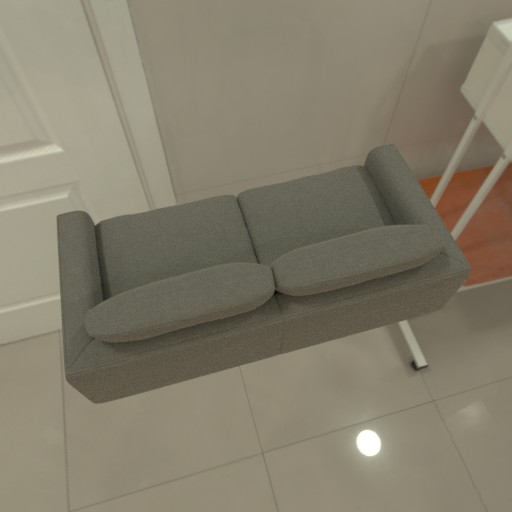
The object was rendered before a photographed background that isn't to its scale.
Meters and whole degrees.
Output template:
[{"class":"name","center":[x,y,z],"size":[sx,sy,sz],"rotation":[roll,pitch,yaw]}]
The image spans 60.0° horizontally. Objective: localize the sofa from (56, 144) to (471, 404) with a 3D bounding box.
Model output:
[{"class":"sofa","center":[0.000,0.000,2.707],"size":[2.262,0.801,1.070],"rotation":[-14,59,-8]}]
